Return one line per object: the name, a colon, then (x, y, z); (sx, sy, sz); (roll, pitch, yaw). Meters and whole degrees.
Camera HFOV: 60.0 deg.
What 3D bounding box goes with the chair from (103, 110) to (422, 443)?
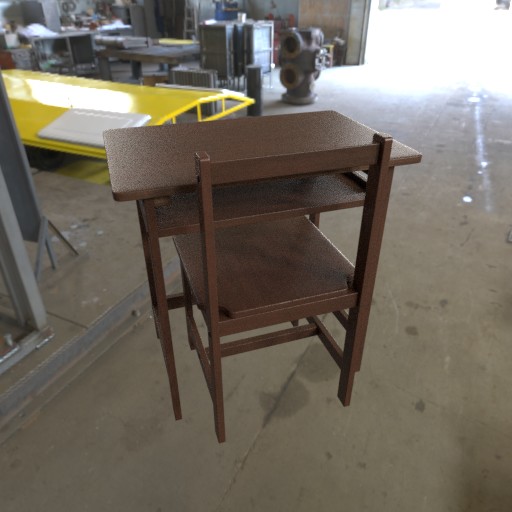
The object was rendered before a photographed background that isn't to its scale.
chair: (0.000, 0.000, 1.068); (0.599, 0.673, 0.463); (-10, 33, -16)
